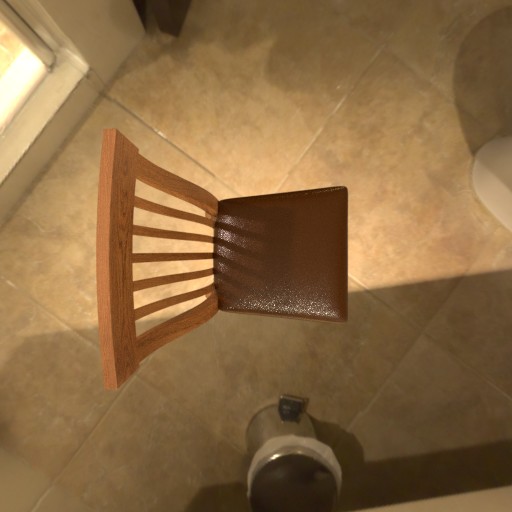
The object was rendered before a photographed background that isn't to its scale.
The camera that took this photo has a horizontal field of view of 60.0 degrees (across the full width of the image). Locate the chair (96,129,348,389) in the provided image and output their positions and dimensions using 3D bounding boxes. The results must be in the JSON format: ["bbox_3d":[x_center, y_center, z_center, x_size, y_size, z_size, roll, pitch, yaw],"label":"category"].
[{"bbox_3d":[0.000,0.000,1.295,0.580,1.050,0.450,0,91,-2],"label":"chair"}]
